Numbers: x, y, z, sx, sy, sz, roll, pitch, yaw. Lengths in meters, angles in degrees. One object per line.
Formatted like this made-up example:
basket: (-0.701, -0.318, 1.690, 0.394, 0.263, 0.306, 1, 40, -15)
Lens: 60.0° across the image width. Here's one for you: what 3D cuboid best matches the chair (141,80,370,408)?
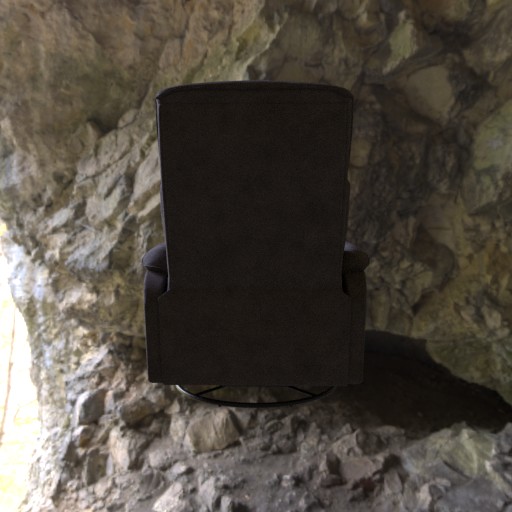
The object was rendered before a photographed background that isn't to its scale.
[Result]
chair: (0.000, 0.000, 1.742, 0.830, 1.036, 1.009, 0, 1, 1)
